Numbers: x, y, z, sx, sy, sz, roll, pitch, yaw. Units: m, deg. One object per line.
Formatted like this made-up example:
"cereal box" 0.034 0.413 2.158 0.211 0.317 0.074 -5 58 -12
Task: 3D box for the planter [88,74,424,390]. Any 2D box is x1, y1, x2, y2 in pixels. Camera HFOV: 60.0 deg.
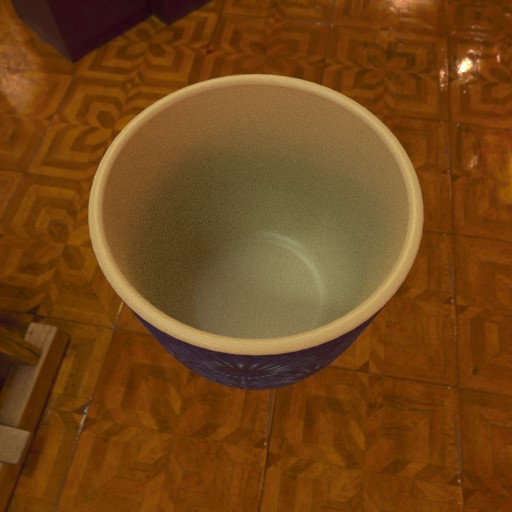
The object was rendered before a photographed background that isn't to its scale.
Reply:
"planter" 0.000 0.000 0.213 0.124 0.109 0.124 0 63 0
